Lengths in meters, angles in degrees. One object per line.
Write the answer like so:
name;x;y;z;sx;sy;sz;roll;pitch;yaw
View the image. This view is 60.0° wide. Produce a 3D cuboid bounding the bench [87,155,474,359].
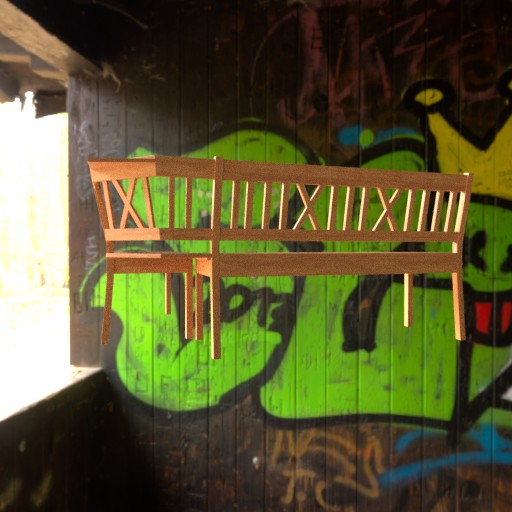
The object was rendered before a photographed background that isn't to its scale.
bench;0.000;0.000;2.794;1.937;0.902;1.537;0;1;-18
